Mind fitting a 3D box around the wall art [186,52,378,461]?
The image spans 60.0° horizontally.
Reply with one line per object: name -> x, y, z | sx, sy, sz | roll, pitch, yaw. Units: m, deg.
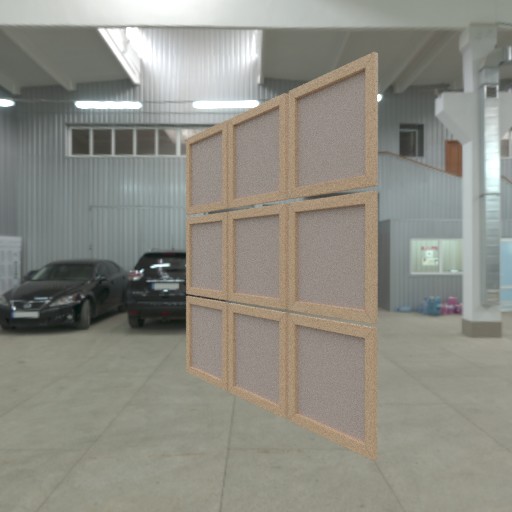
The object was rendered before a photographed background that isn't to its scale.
wall art -> 0.000, 0.000, 1.361 | 0.012, 0.910, 0.917 | 0, 0, -36
